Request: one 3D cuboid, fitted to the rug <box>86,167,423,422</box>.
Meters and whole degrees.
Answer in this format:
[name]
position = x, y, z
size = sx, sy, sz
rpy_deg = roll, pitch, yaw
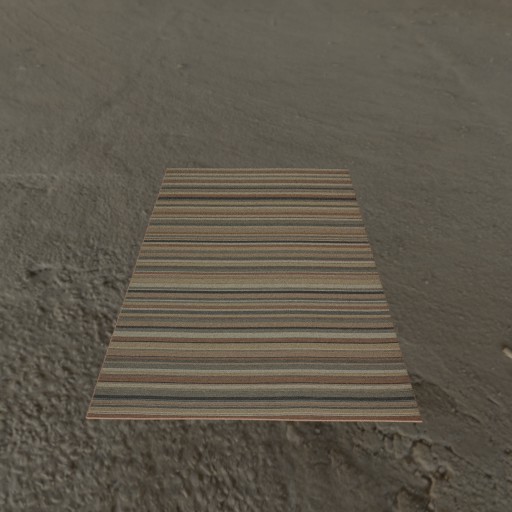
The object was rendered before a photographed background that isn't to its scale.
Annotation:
[rug]
position = 0.000, 0.000, 2.296
size = 1.219, 0.008, 1.829
rpy_deg = 0, 41, 0
